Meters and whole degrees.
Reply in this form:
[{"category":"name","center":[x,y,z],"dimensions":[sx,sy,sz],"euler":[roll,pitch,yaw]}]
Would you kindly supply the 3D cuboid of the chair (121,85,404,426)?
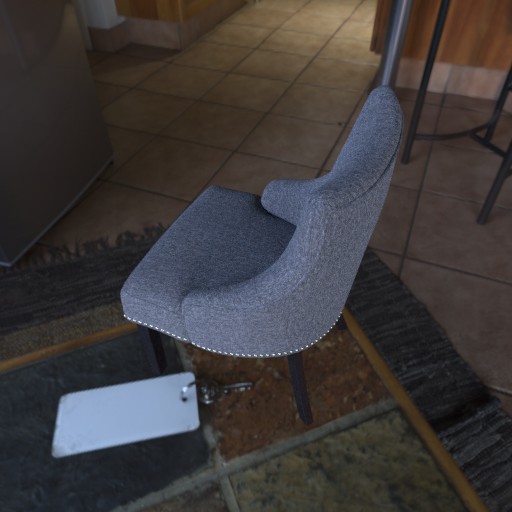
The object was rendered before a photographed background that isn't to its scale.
[{"category":"chair","center":[0.000,0.000,1.290],"dimensions":[0.629,0.909,0.566],"euler":[18,48,17]}]
